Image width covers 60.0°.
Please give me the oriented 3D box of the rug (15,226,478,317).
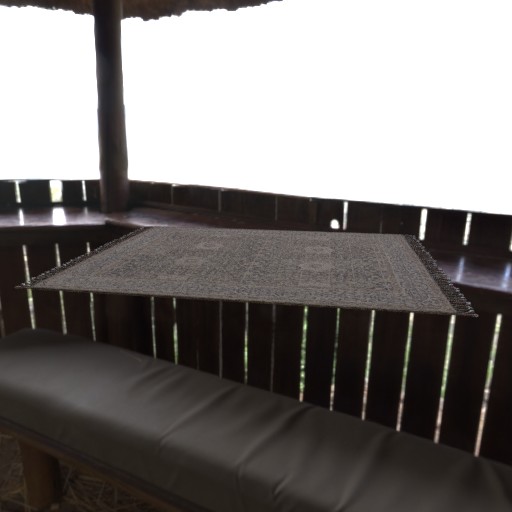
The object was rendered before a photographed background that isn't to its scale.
[{"bbox_3d":[0.000,0.000,4.206,3.291,0.017,2.431,3,15,9],"label":"rug"}]
